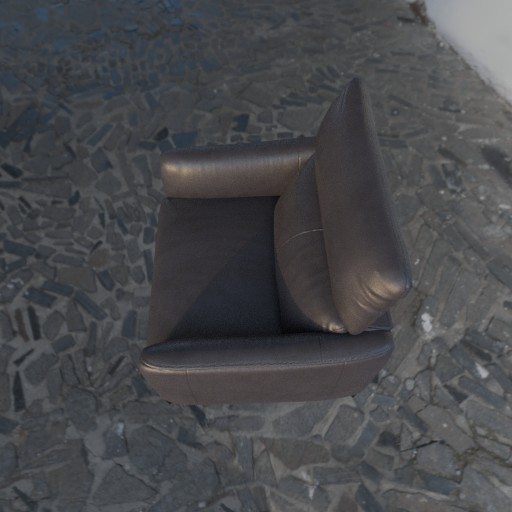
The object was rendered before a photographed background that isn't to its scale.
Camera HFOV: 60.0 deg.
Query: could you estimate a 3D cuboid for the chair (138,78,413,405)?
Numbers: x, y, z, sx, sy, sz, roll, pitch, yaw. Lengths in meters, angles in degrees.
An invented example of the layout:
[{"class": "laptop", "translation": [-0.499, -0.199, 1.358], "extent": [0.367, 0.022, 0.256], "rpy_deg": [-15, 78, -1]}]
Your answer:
[{"class": "chair", "translation": [0.000, 0.000, 1.658], "extent": [0.809, 0.949, 0.976], "rpy_deg": [-2, 59, -1]}]
